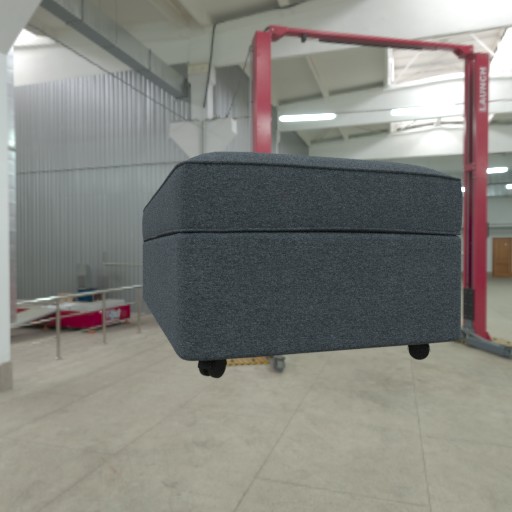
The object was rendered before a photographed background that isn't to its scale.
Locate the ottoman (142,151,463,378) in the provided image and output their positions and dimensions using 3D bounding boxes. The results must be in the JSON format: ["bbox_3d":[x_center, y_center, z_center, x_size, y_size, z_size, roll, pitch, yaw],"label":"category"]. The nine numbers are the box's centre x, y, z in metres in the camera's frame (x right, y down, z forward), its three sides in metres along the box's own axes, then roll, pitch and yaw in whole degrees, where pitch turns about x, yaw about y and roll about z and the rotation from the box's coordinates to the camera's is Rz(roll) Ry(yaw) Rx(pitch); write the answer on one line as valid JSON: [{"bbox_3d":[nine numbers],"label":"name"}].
[{"bbox_3d":[0.000,0.000,1.494,0.681,0.494,1.173,0,1,-18],"label":"ottoman"}]
